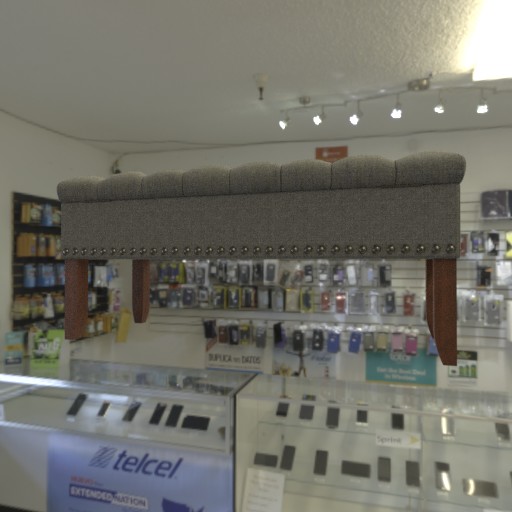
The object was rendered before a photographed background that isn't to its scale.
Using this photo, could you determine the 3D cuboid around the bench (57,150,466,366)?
[{"bbox_3d":[0.000,0.000,1.270,1.052,0.470,0.417,0,-1,18],"label":"bench"}]
